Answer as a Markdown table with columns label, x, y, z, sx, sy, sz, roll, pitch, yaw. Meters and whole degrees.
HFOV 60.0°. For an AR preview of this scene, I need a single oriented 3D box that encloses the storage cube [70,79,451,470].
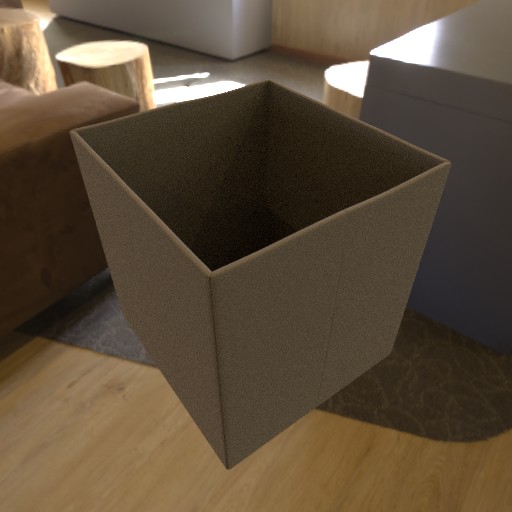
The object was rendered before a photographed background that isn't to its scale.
| label | x | y | z | sx | sy | sz | roll | pitch | yaw |
| --- | --- | --- | --- | --- | --- | --- | --- | --- | --- |
| storage cube | 0.000 | 0.000 | 0.509 | 0.270 | 0.280 | 0.270 | -26 | 47 | -27 |
